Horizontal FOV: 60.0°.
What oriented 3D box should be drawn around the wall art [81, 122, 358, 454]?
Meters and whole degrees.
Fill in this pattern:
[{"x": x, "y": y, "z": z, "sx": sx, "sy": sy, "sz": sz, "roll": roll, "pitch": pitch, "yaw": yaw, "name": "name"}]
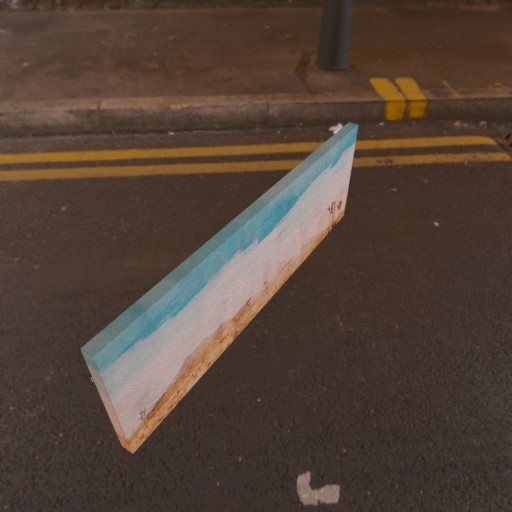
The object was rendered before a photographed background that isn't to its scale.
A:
[{"x": 0.000, "y": 0.000, "z": 0.851, "sx": 0.044, "sy": 0.254, "sz": 0.759, "roll": 24, "pitch": 47, "yaw": 25, "name": "wall art"}]
